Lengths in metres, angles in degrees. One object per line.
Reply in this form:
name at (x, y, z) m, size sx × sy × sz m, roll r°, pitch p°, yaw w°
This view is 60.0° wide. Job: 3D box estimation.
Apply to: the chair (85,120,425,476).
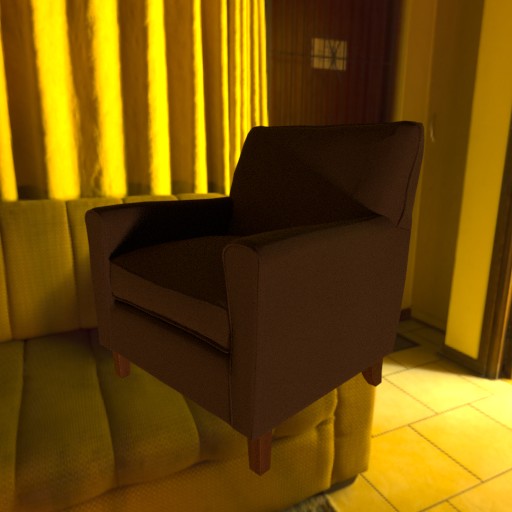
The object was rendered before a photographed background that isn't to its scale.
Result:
chair at (0.000, 0.000, 1.553) m, size 0.836 × 0.911 × 0.831 m, roll 14°, pitch 20°, yaw 42°
